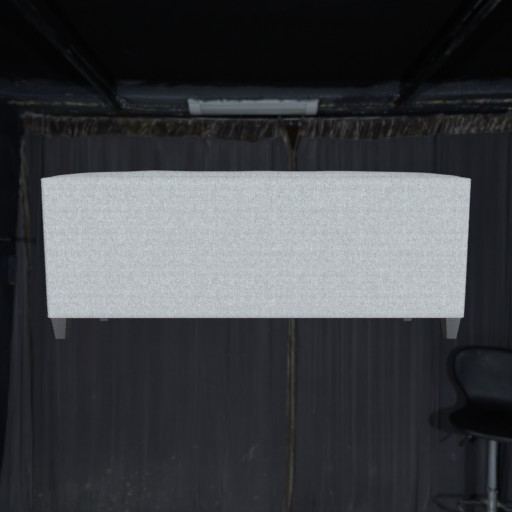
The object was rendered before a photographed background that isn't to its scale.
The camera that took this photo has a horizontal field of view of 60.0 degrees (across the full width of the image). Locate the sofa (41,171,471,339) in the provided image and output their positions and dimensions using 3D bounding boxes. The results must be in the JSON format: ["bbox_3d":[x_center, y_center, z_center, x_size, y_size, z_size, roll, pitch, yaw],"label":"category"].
[{"bbox_3d":[0.000,0.000,2.738,2.235,0.901,0.914,0,0,0],"label":"sofa"}]
